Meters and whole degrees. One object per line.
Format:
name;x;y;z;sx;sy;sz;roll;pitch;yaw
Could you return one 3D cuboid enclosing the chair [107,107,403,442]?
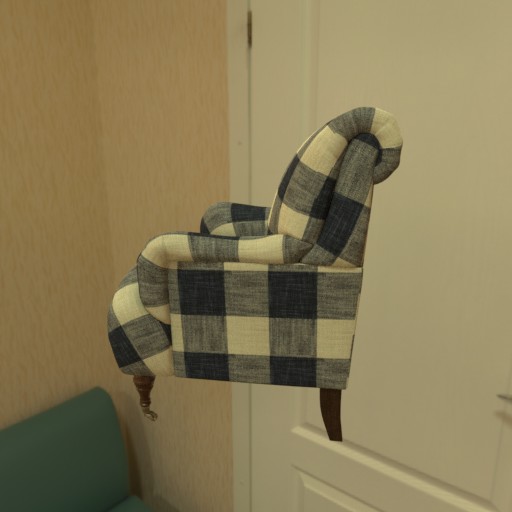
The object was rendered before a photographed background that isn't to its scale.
chair;0.000;0.000;1.577;0.848;0.953;0.781;2;14;8
